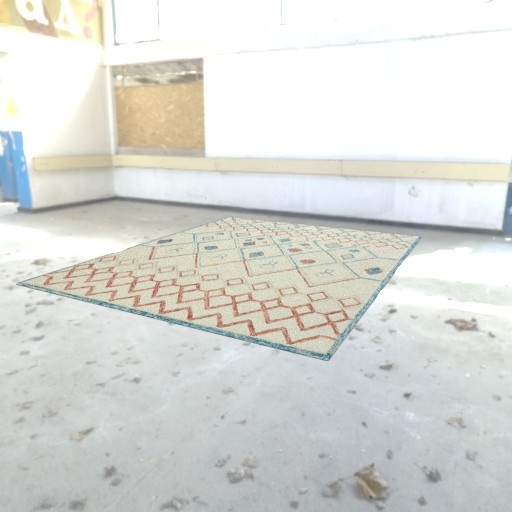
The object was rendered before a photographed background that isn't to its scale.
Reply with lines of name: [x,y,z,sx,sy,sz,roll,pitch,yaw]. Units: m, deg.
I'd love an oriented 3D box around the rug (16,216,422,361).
rug: [0.000,0.000,4.042,2.441,0.016,3.050,8,18,27]
